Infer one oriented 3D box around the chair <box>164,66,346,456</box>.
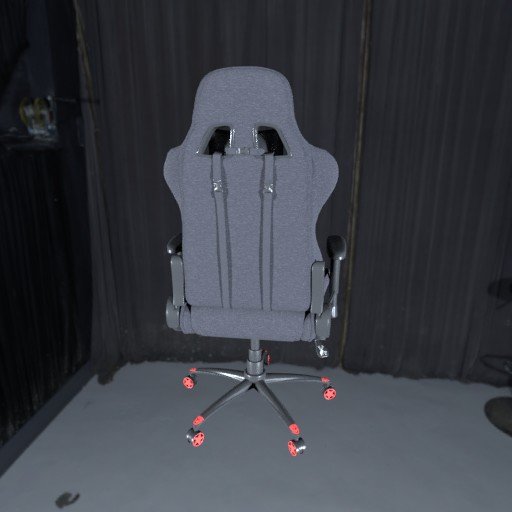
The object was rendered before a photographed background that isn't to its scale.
[{"bbox_3d":[0.000,0.000,1.746,0.695,1.326,0.658,2,17,7],"label":"chair"}]
